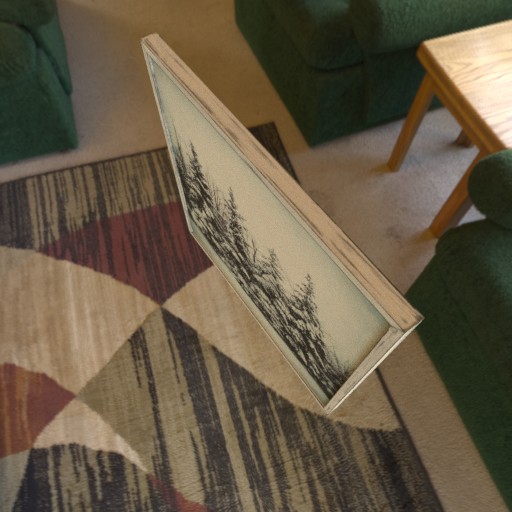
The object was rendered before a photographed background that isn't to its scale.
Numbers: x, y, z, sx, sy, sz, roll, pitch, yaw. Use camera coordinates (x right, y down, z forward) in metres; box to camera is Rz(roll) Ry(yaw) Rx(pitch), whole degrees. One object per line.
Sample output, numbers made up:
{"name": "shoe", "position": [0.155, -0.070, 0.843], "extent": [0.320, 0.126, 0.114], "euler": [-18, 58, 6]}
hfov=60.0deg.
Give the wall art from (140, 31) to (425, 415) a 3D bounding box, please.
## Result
{"name": "wall art", "position": [0.000, 0.000, 1.096], "extent": [0.037, 0.761, 0.761], "euler": [-32, 67, -16]}
